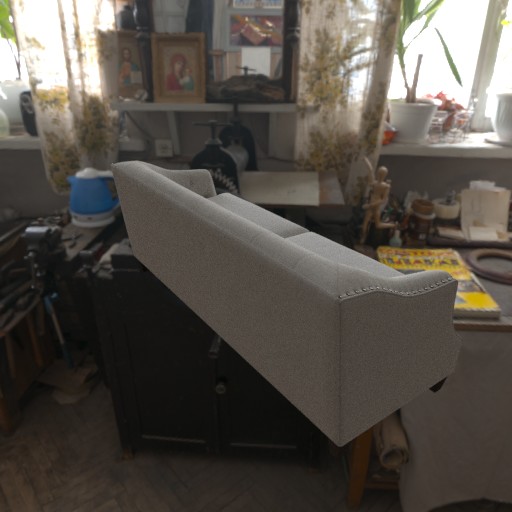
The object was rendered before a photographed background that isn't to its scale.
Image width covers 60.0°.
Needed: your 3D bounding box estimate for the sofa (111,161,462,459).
[{"bbox_3d":[0.000,0.000,2.678,0.914,0.901,2.235,-17,31,-31],"label":"sofa"}]
